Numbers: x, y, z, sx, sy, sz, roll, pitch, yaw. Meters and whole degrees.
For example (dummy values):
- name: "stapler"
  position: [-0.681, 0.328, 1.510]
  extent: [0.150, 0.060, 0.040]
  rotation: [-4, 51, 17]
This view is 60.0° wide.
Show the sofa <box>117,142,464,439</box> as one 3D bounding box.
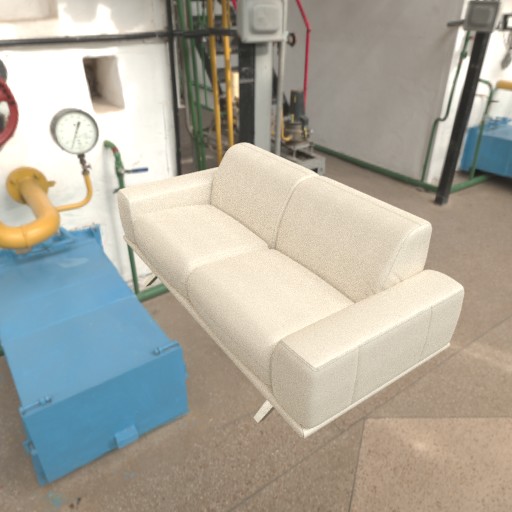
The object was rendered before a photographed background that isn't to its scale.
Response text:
- name: "sofa"
  position: [0.000, 0.000, 2.403]
  extent: [0.900, 0.772, 1.901]
  rotation: [-19, 36, -29]
